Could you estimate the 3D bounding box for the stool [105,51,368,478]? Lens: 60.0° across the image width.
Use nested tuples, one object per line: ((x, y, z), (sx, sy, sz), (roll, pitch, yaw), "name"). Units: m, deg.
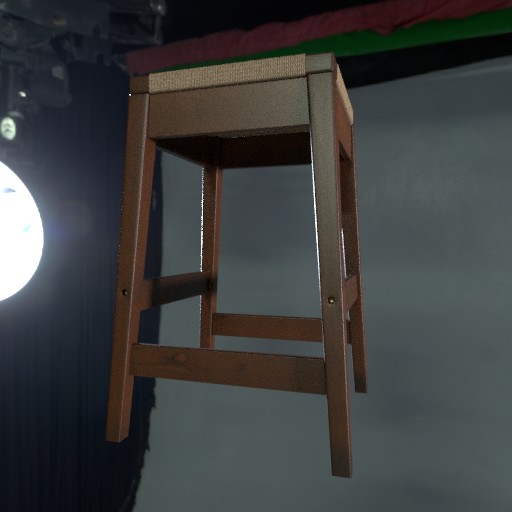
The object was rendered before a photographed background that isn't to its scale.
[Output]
((0.000, 0.000, 1.077), (0.507, 0.762, 0.497), (0, 2, 18), "stool")
